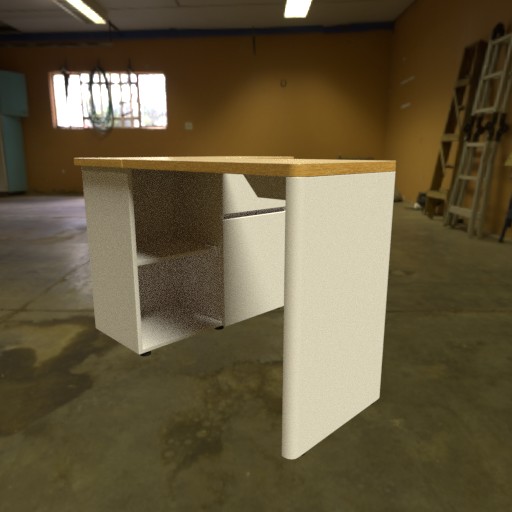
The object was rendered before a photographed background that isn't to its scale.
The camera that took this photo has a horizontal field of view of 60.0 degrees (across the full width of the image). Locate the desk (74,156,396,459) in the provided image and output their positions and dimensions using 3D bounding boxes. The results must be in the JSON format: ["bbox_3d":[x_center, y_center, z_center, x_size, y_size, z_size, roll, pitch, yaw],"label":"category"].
[{"bbox_3d":[0.000,0.000,1.767,0.900,0.760,1.170,-13,18,-43],"label":"desk"}]
